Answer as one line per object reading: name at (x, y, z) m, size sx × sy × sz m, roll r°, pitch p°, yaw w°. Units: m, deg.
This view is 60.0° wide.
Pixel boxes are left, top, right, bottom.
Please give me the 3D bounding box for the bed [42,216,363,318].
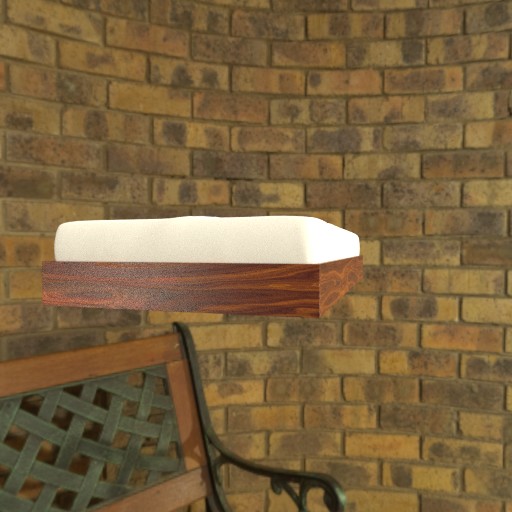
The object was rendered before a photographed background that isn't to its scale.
bed at (0.000, 0.000, 2.248) m, size 0.940 × 0.312 × 1.860 m, roll 0°, pitch 1°, yaw 17°
